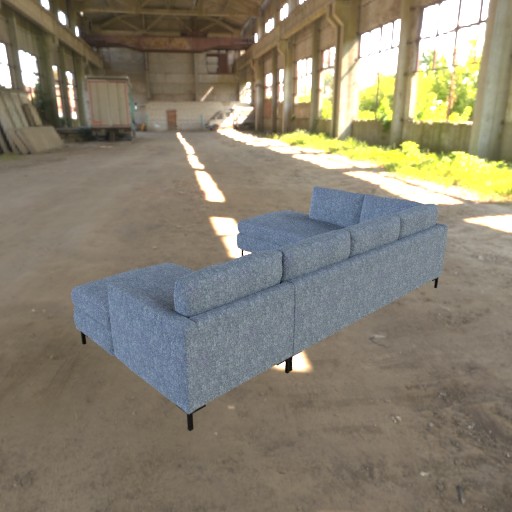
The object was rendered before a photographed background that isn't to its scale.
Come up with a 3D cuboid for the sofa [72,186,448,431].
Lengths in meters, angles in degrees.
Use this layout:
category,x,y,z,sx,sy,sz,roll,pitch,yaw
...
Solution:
category,x,y,z,sx,sy,sz,roll,pitch,yaw
sofa,0.000,0.000,3.519,2.737,0.756,1.879,-17,24,-41
